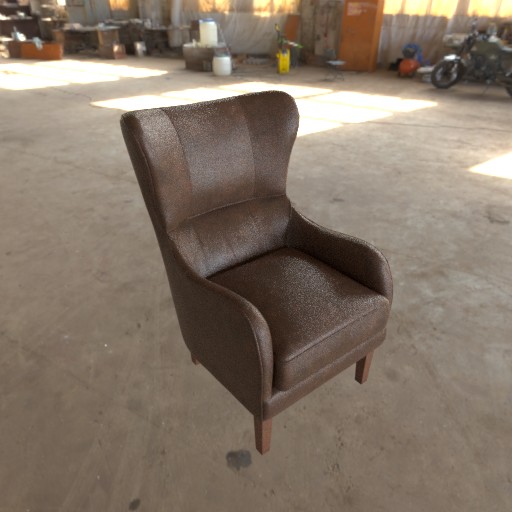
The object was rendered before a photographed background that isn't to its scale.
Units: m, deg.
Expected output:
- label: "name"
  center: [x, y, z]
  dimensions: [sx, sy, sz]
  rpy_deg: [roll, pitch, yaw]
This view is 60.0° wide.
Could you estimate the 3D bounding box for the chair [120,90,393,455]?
- label: "chair"
  center: [0.000, 0.000, 1.665]
  dimensions: [0.692, 1.048, 0.914]
  rpy_deg: [-22, 37, -32]
